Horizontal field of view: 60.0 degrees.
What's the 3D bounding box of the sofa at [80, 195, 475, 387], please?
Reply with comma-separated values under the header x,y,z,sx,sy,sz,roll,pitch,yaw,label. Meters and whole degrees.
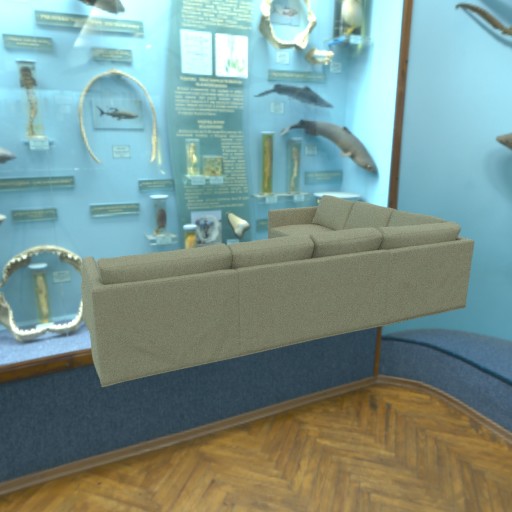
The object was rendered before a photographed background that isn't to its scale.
x,y,z,sx,sy,sz,roll,pitch,yaw,label
0.000,0.000,4.615,3.460,0.882,2.427,-7,17,-24,sofa
